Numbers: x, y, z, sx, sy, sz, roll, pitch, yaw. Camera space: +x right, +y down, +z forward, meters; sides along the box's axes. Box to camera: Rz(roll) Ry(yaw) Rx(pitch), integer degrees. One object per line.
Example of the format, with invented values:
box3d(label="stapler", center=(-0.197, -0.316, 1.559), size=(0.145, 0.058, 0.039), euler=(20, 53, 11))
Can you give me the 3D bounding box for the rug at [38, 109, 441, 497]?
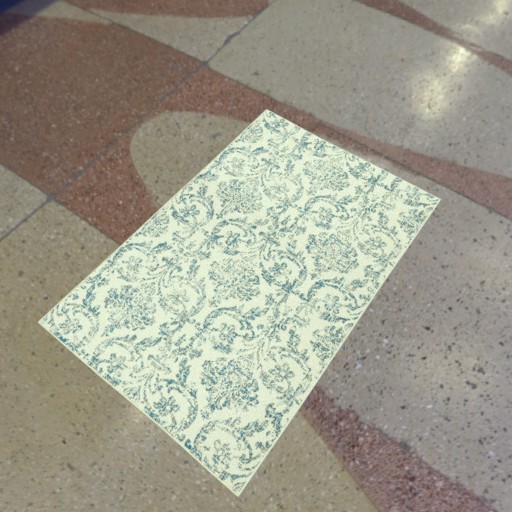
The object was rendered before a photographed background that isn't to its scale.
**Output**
box3d(label="rug", center=(0.000, 0.000, 3.430), size=(1.819, 0.018, 2.746), euler=(33, 65, 18))
